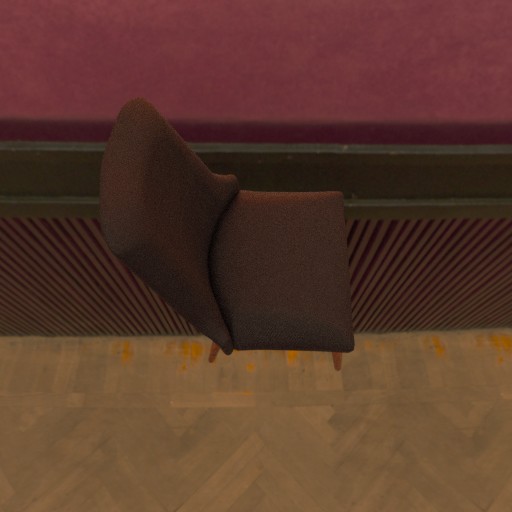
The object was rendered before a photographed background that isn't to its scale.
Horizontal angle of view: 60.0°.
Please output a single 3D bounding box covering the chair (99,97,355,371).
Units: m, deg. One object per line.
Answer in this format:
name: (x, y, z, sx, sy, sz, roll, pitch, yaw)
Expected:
chair: (0.000, 0.000, 1.178, 0.567, 0.820, 0.504, 1, 65, 0)
